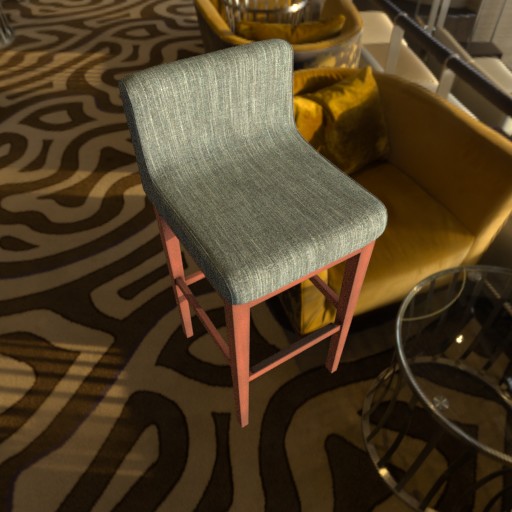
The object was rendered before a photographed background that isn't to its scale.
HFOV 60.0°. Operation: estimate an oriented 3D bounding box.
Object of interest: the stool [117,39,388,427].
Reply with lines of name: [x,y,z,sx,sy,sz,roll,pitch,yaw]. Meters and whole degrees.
stool: [0.000,0.000,1.238,0.426,0.965,0.499,-24,51,-21]
